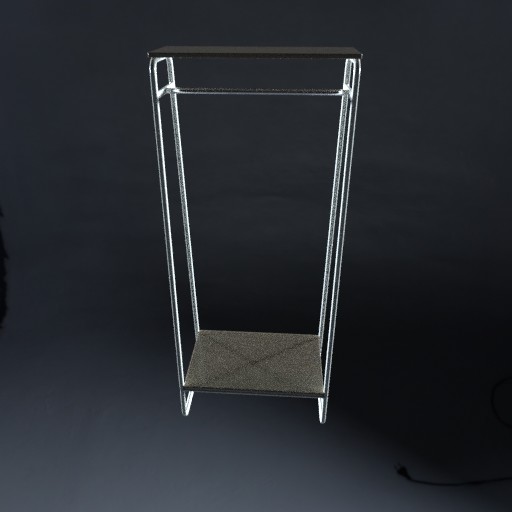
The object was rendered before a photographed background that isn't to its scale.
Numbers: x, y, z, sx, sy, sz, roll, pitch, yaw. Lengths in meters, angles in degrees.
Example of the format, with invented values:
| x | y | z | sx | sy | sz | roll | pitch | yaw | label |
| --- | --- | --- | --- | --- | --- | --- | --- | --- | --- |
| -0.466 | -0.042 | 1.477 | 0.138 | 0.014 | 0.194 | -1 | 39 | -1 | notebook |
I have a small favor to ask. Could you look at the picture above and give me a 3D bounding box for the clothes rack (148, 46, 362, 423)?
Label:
| x | y | z | sx | sy | sz | roll | pitch | yaw | label |
| --- | --- | --- | --- | --- | --- | --- | --- | --- | --- |
| 0.000 | 0.000 | 1.786 | 0.640 | 1.512 | 0.400 | 2 | 30 | 3 | clothes rack |
